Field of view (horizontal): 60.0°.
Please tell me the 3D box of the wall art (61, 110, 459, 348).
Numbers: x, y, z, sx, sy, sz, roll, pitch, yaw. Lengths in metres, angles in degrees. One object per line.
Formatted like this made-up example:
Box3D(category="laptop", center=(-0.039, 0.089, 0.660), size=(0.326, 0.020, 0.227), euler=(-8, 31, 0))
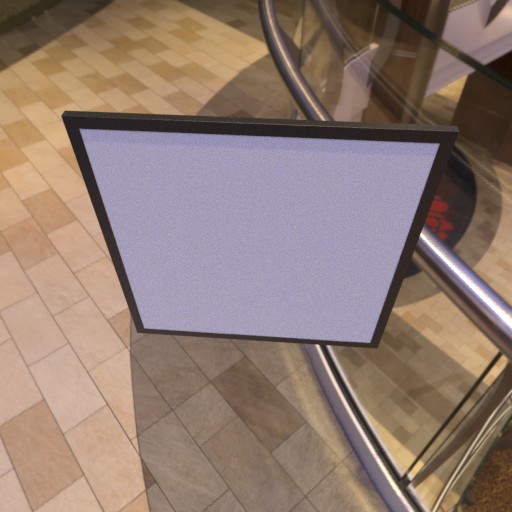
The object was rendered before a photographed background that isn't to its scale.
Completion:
Box3D(category="wall art", center=(0.000, 0.000, 1.198), size=(0.807, 0.807, 0.022), euler=(3, 47, 3))
